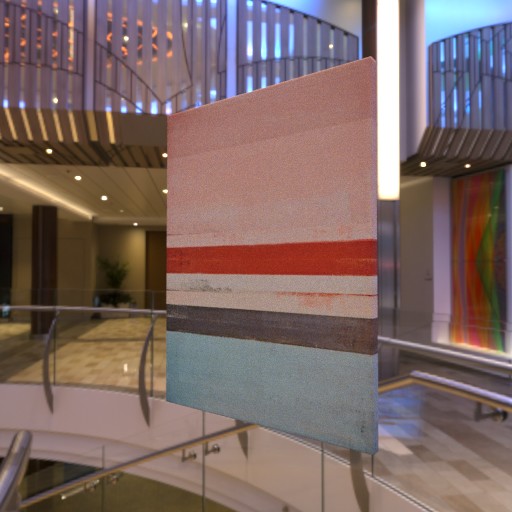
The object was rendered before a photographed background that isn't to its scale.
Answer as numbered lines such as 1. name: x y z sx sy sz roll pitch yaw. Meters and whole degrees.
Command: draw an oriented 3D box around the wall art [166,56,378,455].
1. wall art: 0.000 0.000 1.368 0.761 1.016 0.039 -1 -2 36
